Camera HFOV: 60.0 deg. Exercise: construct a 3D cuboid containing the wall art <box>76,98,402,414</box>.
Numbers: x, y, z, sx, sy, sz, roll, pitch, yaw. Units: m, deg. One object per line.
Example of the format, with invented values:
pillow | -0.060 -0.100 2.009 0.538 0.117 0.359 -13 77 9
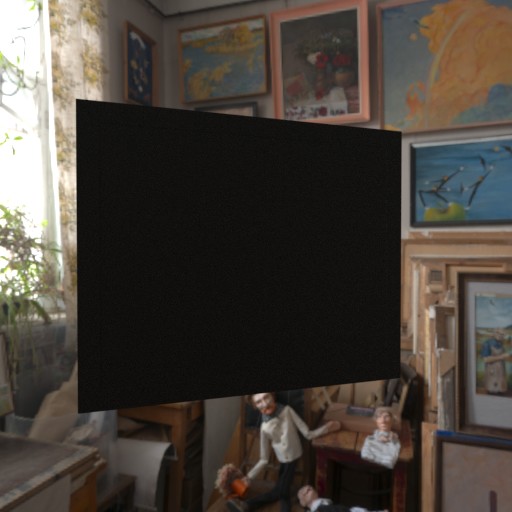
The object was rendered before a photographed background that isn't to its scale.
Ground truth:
wall art | 0.000 0.000 0.745 0.558 0.457 0.029 0 1 -19
